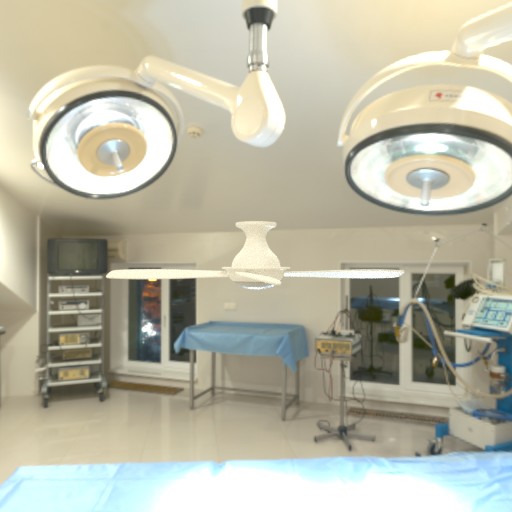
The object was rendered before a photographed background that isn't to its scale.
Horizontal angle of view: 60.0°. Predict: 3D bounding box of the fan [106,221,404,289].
[{"bbox_3d":[0.000,0.000,2.555,1.694,0.382,1.693,0,-1,-1],"label":"fan"}]
